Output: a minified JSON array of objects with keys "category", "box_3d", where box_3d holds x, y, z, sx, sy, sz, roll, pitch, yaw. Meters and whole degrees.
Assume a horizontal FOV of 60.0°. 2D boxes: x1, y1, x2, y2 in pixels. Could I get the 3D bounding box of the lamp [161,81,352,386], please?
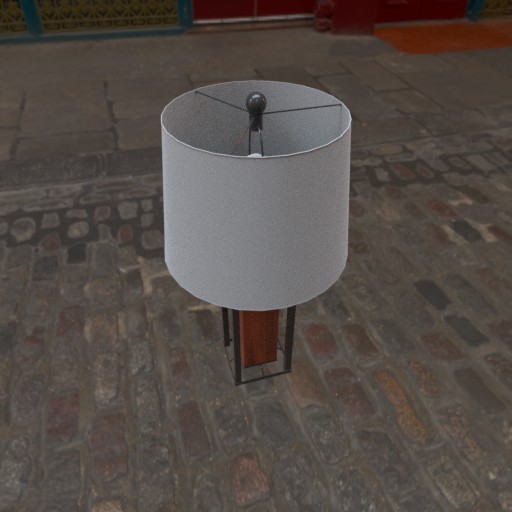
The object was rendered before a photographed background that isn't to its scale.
[{"category":"lamp","box_3d":[0.000,0.000,0.801,0.320,0.591,0.320,0,40,0]}]
